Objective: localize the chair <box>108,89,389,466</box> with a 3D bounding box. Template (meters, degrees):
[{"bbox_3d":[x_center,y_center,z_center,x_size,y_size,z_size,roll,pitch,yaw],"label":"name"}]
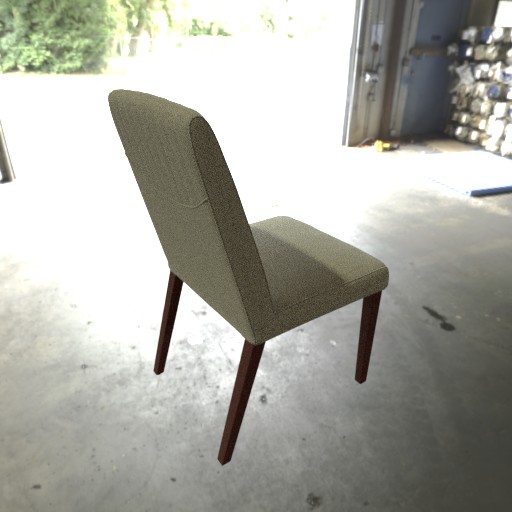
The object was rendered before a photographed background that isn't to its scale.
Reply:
[{"bbox_3d":[0.000,0.000,1.242,0.594,0.900,0.480,-18,32,-31],"label":"chair"}]
